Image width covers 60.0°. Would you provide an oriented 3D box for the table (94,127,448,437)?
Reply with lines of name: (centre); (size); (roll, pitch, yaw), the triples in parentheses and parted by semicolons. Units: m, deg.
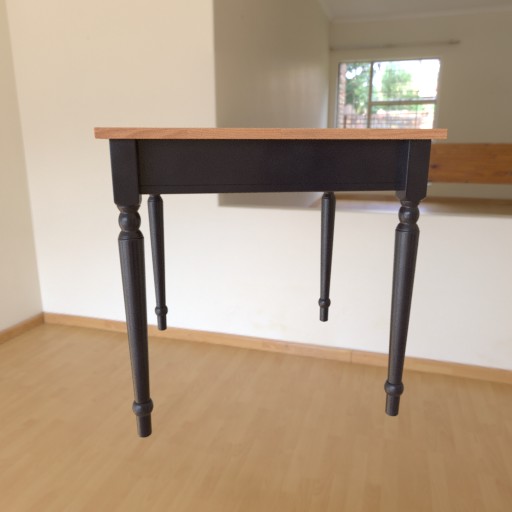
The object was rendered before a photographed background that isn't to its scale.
table: (0.000, 0.000, 1.370); (0.747, 0.738, 0.747); (-2, 14, -8)
